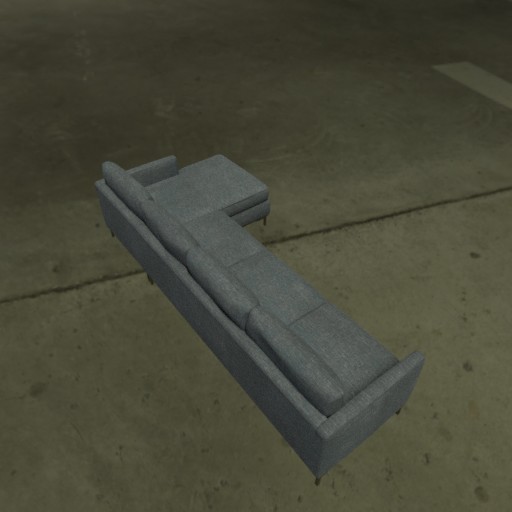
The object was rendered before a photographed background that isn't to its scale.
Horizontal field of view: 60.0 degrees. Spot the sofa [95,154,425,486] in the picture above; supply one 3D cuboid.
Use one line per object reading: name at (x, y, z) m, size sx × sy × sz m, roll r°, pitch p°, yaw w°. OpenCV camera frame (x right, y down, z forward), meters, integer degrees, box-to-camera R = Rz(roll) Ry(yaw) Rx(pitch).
sofa at (0.000, 0.000, 3.416) m, size 1.350 × 0.810 × 2.932 m, roll -27°, pitch 48°, yaw -27°
